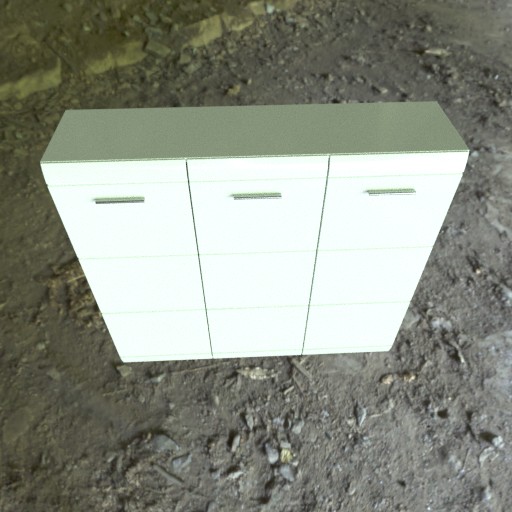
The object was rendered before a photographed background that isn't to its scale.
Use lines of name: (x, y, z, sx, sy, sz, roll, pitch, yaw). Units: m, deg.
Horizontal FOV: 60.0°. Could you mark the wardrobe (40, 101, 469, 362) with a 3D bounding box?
wardrobe: (0.000, 0.000, 1.912, 1.340, 1.200, 0.360, -2, 47, -2)
